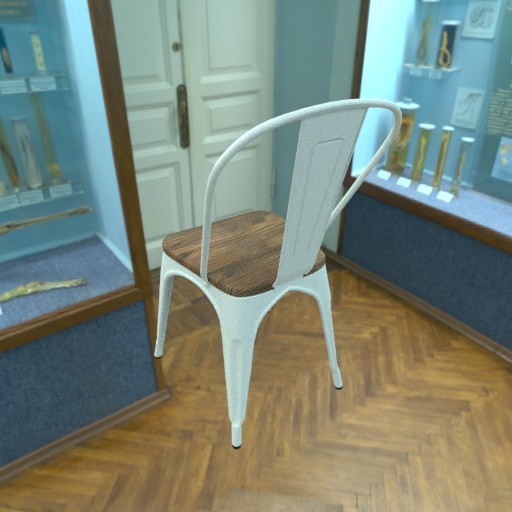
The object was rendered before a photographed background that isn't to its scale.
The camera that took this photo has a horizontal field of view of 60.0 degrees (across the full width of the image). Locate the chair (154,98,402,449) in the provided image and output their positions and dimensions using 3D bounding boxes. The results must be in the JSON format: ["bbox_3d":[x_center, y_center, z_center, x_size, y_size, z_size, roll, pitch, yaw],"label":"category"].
[{"bbox_3d":[0.000,0.000,1.147,0.452,0.851,0.521,-19,35,-29],"label":"chair"}]
